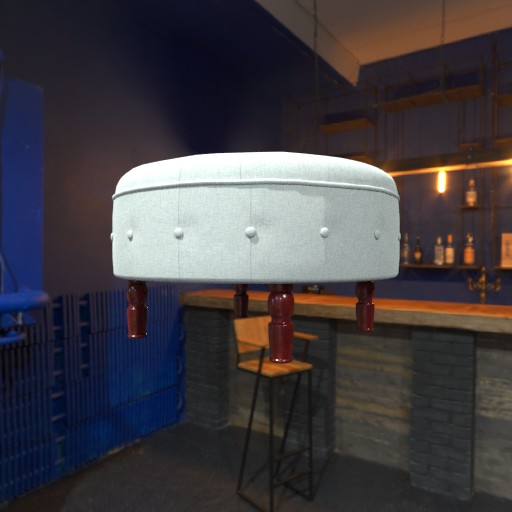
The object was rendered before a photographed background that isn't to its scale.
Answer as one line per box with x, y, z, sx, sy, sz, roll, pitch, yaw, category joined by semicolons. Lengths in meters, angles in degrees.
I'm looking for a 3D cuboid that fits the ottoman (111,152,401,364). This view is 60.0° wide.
0.000;0.000;1.377;0.850;0.483;0.850;0;0;0;ottoman
